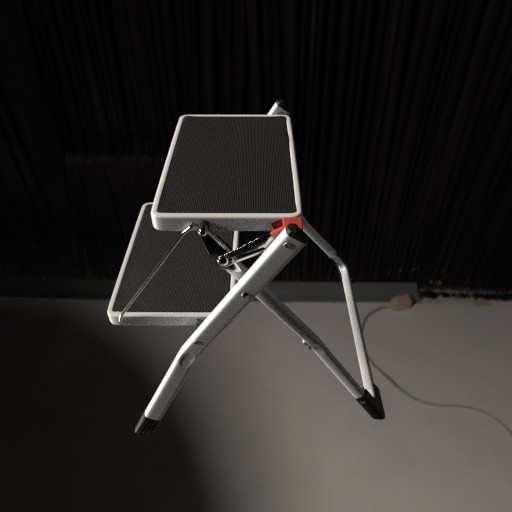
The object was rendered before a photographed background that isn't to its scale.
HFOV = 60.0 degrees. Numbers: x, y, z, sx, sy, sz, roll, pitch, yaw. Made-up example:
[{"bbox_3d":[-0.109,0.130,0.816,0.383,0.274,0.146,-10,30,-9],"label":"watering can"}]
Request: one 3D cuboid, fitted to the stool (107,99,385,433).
[{"bbox_3d":[0.000,0.000,0.847,0.490,0.445,0.485,0,42,0],"label":"stool"}]
